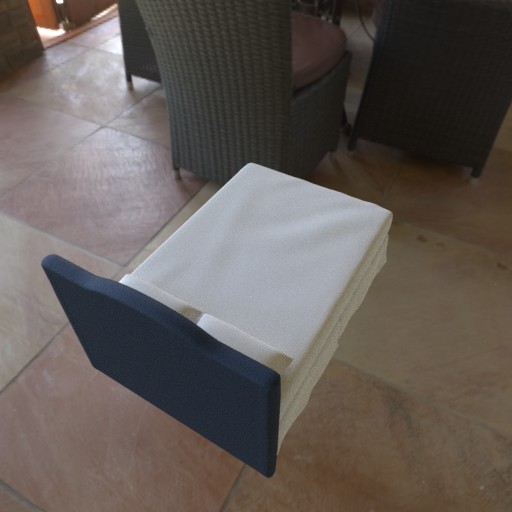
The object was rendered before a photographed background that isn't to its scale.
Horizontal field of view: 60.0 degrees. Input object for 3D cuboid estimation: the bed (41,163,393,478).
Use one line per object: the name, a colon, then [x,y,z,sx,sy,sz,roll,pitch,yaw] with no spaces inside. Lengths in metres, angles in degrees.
bed: [0.000,0.000,3.652,1.741,1.441,2.507,24,51,21]
